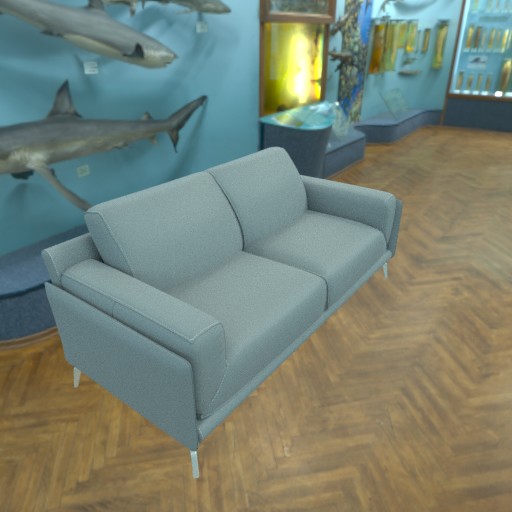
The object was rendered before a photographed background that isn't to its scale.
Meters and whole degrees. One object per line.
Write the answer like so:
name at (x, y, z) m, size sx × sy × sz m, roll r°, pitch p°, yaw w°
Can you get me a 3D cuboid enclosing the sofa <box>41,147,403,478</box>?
sofa at (0.000, 0.000, 2.560) m, size 0.969 × 0.900 × 2.100 m, roll 18°, pitch 32°, yaw 32°
